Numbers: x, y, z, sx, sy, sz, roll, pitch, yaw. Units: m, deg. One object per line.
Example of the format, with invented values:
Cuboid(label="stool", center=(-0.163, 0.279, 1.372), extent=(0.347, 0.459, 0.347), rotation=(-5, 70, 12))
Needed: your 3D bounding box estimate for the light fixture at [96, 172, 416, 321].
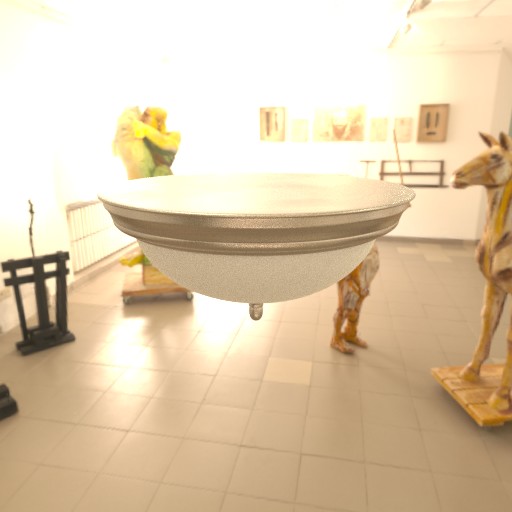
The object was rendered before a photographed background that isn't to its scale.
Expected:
Cuboid(label="light fixture", center=(0.000, 0.000, 0.430), extent=(0.280, 0.135, 0.280), rotation=(0, 16, 0))
